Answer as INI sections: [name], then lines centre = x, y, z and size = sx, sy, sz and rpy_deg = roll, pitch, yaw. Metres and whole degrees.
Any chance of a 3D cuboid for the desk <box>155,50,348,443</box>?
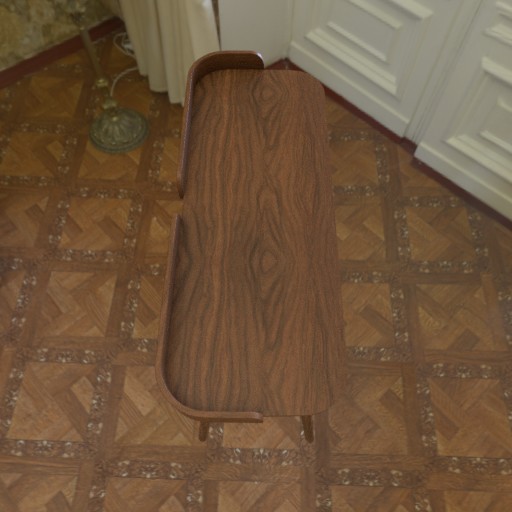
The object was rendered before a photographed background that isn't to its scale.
[desk]
centre = 0.000, 0.000, 1.671
size = 0.486, 0.800, 1.256
rpy_deg = 1, 63, 0
